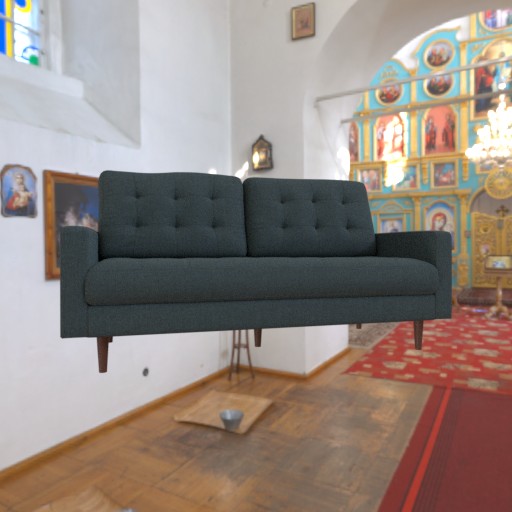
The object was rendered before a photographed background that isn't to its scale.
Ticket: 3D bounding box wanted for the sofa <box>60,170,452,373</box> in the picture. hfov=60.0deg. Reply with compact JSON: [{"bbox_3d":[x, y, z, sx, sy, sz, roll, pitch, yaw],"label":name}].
[{"bbox_3d":[0.000,0.000,2.604,2.010,1.050,0.966,0,1,-16],"label":"sofa"}]
